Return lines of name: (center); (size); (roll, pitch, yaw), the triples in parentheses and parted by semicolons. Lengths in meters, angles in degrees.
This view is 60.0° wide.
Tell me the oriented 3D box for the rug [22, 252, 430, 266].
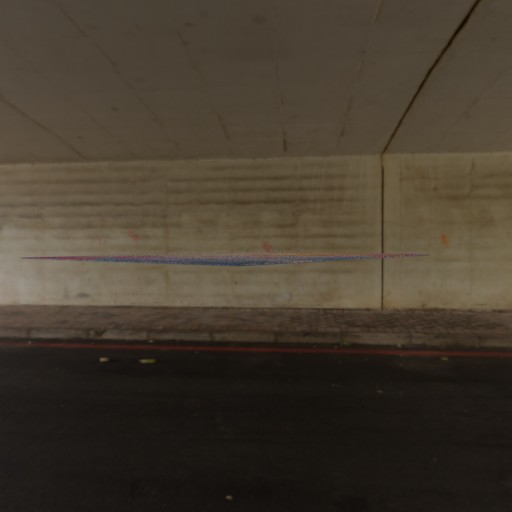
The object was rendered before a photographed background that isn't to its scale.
rug: (0.000, 0.000, 3.692); (2.007, 0.013, 2.896); (1, 2, 37)
